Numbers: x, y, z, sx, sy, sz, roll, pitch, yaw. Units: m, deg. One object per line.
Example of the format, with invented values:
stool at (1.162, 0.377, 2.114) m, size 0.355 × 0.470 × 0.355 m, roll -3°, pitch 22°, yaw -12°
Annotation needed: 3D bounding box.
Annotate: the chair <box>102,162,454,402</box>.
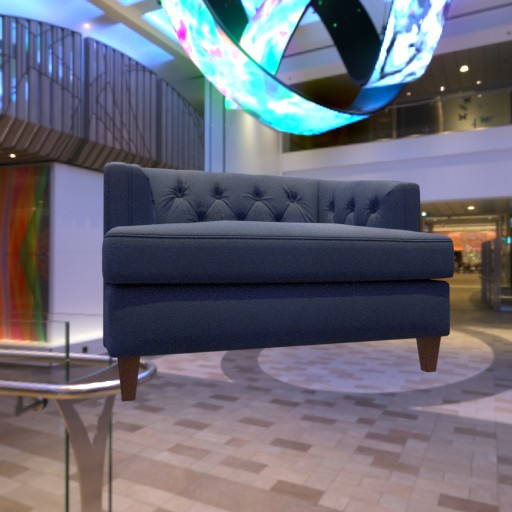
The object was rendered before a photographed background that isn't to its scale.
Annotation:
chair at (0.000, 0.000, 1.719) m, size 1.118 × 0.787 × 0.914 m, roll 0°, pitch -1°, yaw -18°
